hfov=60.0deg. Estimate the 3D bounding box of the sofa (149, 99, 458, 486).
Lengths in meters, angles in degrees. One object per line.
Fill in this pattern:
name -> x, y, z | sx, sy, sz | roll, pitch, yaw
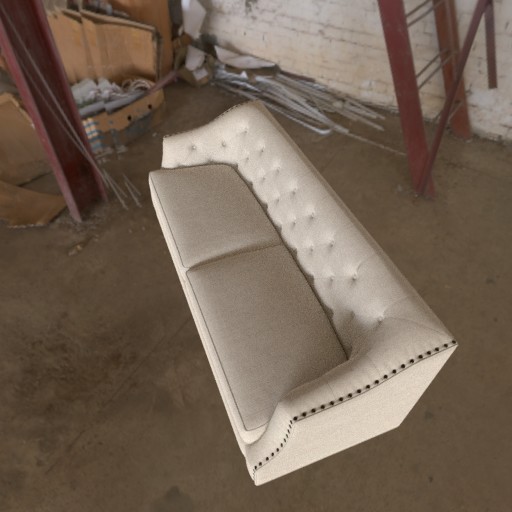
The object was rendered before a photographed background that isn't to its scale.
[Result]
sofa -> 0.000, 0.000, 2.688 | 0.914, 0.901, 2.235 | -16, 49, -14
